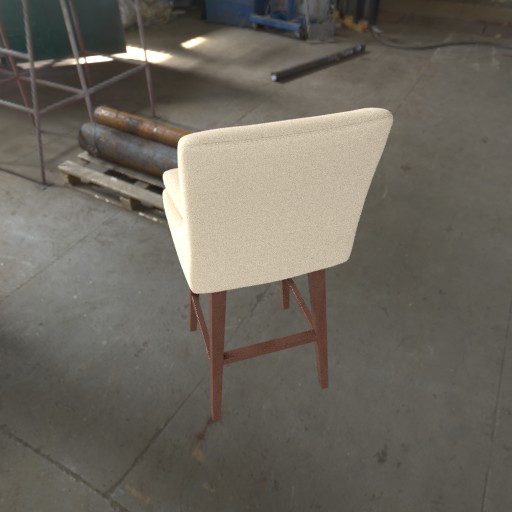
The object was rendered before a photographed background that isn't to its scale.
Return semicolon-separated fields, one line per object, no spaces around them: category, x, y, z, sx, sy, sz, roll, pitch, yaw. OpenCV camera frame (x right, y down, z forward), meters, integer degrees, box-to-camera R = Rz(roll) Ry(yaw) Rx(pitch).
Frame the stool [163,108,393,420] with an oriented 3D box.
stool;0.000;0.000;1.378;0.483;1.093;0.559;-12;43;-13
